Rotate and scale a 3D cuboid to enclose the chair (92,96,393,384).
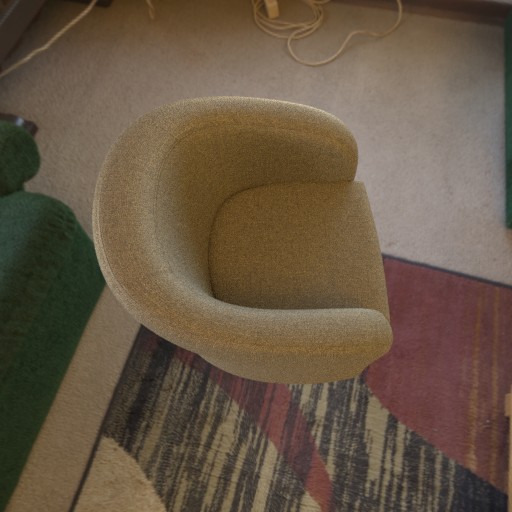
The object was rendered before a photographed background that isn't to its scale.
[{"bbox_3d":[0.000,0.000,1.439,0.815,0.771,0.791,-3,64,-1],"label":"chair"}]
